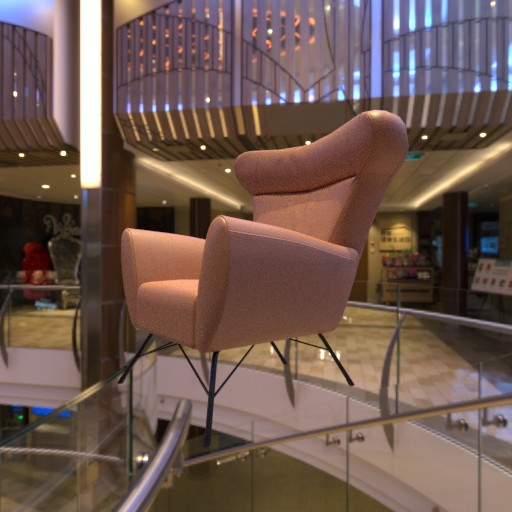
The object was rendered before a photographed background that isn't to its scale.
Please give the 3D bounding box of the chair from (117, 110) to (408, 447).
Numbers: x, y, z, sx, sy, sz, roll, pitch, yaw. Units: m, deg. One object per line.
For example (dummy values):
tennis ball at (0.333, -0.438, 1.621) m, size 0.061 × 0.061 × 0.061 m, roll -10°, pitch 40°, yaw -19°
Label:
chair at (0.000, 0.000, 1.792) m, size 0.900 × 1.050 × 0.980 m, roll 0°, pitch 0°, yaw -35°
